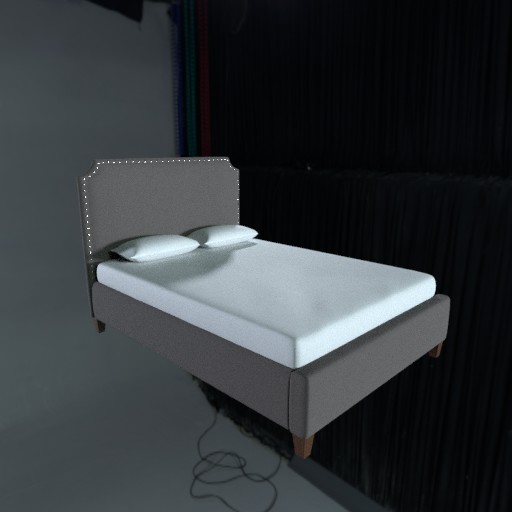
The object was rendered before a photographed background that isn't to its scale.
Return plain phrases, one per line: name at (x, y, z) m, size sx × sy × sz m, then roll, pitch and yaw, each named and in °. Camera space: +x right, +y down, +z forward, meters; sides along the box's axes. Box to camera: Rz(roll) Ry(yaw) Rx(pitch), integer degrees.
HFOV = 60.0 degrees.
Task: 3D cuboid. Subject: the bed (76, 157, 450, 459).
bed at (0.000, 0.000, 3.420) m, size 2.372 × 1.443 × 1.713 m, roll 13°, pitch 19°, yaw 43°
